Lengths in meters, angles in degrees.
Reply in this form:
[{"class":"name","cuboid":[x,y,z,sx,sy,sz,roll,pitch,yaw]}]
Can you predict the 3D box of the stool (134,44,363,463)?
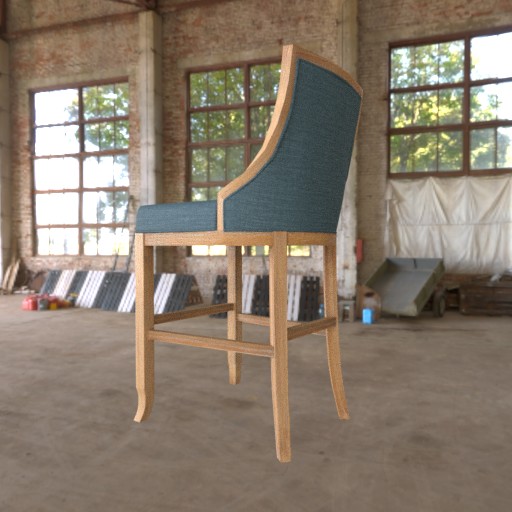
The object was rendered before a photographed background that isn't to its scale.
[{"class":"stool","cuboid":[0.000,0.000,1.481,0.626,1.101,0.524,1,2,37]}]
